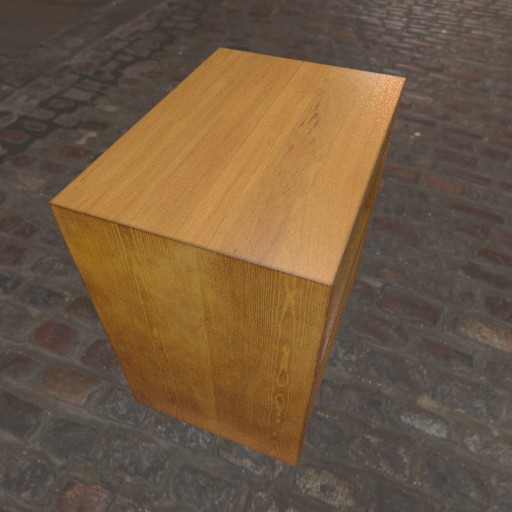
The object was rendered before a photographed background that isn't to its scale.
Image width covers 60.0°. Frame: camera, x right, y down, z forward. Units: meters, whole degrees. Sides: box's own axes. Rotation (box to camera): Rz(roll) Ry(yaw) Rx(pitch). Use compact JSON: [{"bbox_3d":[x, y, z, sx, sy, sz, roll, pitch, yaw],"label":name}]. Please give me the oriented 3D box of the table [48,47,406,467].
[{"bbox_3d":[0.000,0.000,0.942,0.400,0.605,0.550,16,49,14],"label":"table"}]
